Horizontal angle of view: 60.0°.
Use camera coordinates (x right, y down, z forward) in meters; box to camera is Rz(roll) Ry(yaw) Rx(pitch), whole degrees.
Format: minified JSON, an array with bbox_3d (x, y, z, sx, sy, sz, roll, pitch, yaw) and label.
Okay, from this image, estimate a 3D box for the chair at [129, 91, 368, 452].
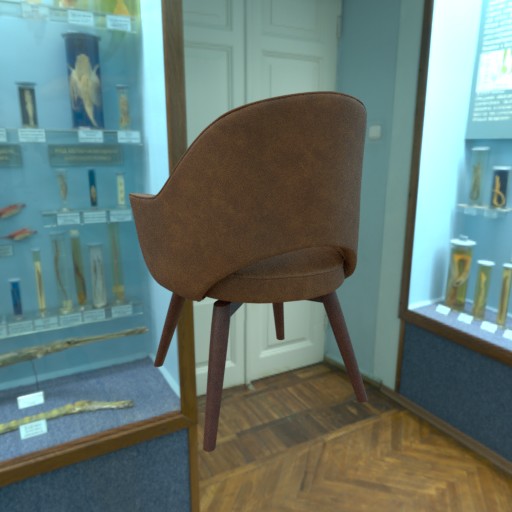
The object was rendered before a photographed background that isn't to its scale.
[{"bbox_3d":[0.000,0.000,1.203,0.591,0.777,0.640,-7,15,-26],"label":"chair"}]
